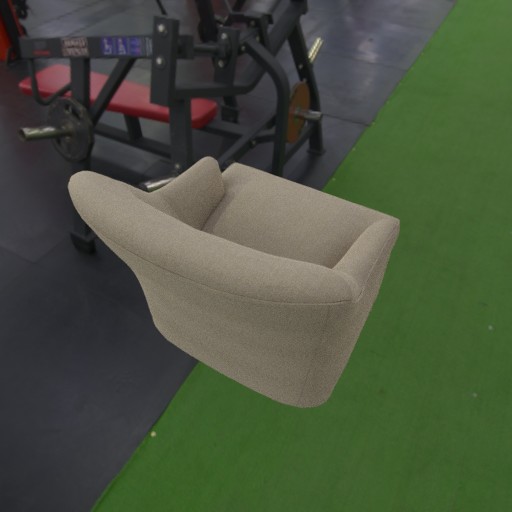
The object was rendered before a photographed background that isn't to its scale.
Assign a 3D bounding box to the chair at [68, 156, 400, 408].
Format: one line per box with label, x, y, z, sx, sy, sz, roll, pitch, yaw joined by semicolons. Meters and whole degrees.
chair;0.000;0.000;1.566;0.864;0.856;0.923;23;50;21
